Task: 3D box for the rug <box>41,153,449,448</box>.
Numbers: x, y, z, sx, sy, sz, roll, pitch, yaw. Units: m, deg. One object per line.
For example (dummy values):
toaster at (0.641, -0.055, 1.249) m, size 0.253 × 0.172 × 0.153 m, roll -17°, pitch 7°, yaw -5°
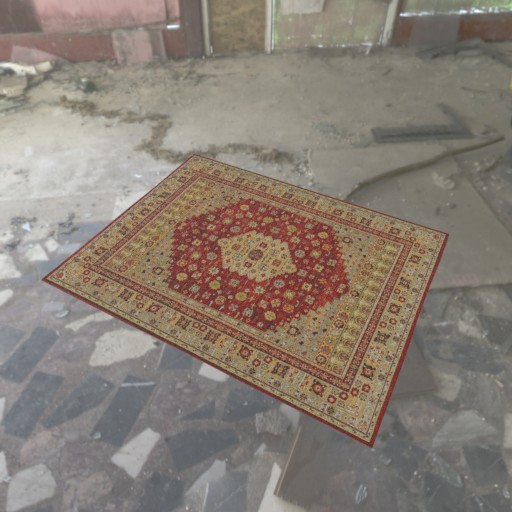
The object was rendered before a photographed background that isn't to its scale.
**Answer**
rug at (0.000, 0.000, 4.155) m, size 3.053 × 0.013 × 2.387 m, roll 21°, pitch 48°, yaw 20°
